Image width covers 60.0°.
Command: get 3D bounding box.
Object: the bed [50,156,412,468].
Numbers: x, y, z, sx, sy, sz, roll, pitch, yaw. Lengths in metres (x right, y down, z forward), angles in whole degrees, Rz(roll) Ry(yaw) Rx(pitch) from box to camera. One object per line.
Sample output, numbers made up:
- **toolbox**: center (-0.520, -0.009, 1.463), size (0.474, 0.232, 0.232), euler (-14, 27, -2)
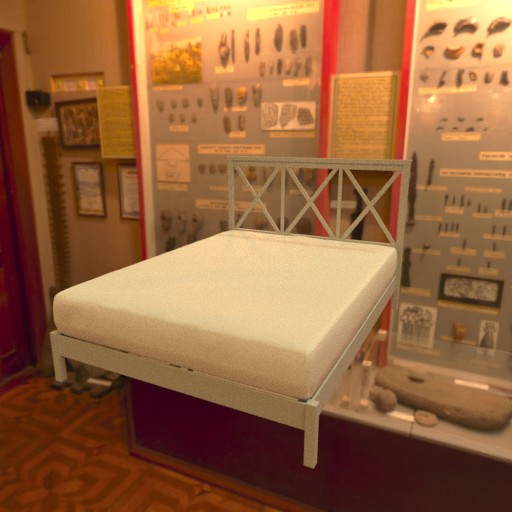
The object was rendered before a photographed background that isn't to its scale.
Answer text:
- **bed**: center (0.000, 0.000, 3.084), size (1.673, 1.253, 2.135), euler (7, 17, 26)
